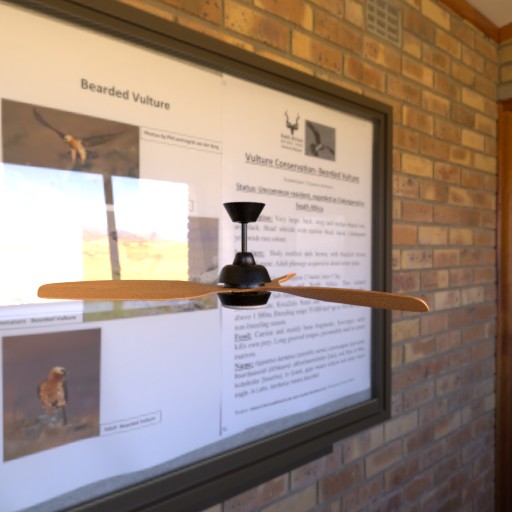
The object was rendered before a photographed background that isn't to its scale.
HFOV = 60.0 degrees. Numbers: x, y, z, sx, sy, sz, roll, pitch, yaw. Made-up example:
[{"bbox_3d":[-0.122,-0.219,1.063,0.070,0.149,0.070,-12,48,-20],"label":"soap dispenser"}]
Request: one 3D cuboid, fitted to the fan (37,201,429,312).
[{"bbox_3d":[0.000,0.000,1.650,1.142,0.355,1.010,0,1,18],"label":"fan"}]
